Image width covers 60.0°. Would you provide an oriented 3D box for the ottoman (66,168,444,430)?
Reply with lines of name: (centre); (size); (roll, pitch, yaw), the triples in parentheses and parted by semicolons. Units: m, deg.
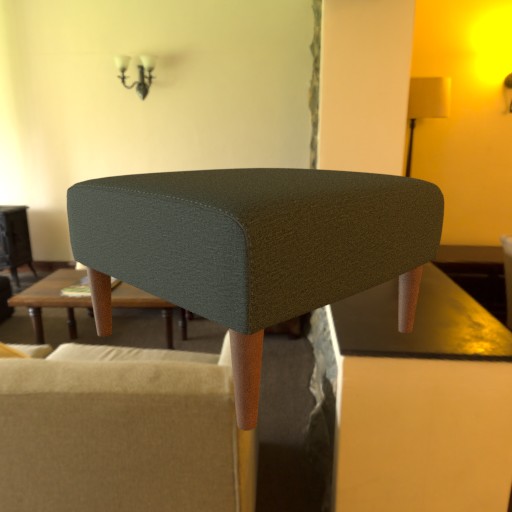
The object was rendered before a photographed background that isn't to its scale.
ottoman: (0.000, 0.000, 1.067); (0.650, 0.398, 0.649); (-14, 20, -43)
